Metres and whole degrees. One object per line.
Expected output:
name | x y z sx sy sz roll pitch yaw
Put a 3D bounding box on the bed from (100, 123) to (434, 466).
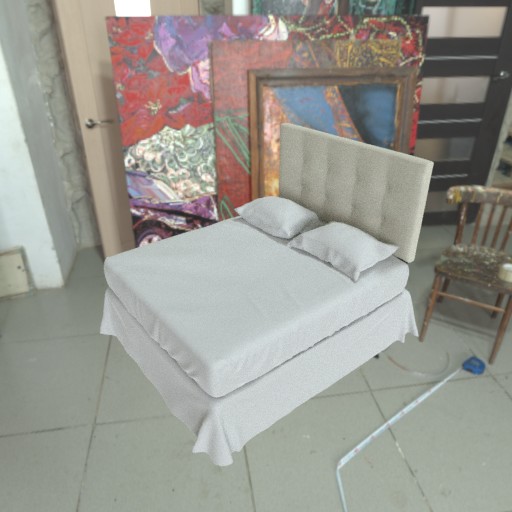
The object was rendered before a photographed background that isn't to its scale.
bed | 0.000 0.000 3.606 2.222 1.577 1.936 -21 36 -33
